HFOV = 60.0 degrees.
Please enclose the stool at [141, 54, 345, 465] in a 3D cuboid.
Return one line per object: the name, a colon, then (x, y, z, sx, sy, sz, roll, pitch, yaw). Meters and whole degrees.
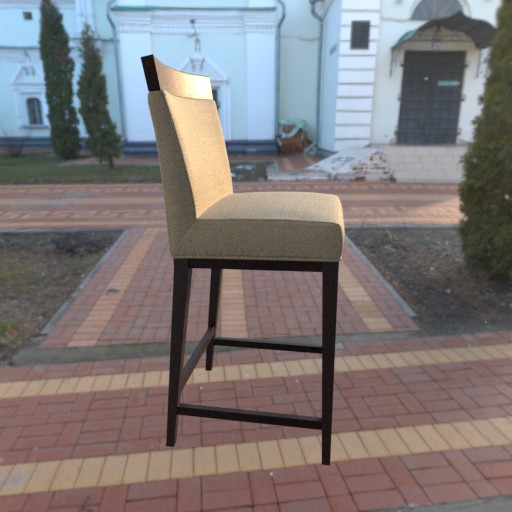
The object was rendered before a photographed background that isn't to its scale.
stool: (0.000, 0.000, 1.407, 0.531, 1.117, 0.511, 3, 17, 9)
